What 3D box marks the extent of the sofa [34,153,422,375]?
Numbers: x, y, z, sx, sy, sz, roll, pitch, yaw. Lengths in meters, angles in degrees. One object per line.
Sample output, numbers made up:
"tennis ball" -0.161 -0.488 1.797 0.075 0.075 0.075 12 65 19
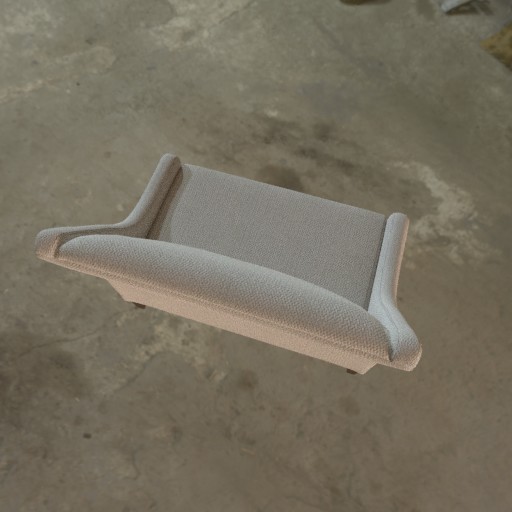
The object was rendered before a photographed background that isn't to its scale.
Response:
"sofa" 0.000 0.000 1.922 1.242 1.022 0.870 16 64 8
